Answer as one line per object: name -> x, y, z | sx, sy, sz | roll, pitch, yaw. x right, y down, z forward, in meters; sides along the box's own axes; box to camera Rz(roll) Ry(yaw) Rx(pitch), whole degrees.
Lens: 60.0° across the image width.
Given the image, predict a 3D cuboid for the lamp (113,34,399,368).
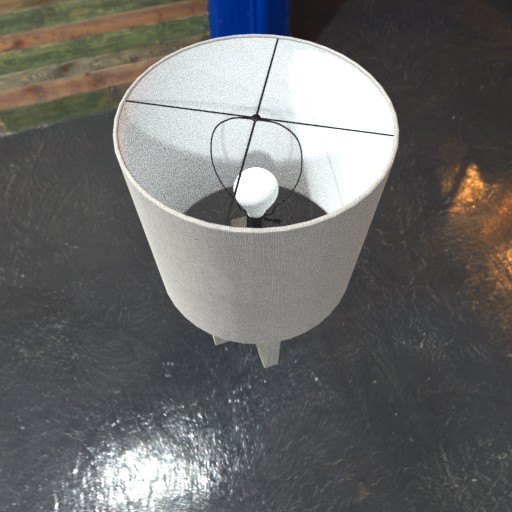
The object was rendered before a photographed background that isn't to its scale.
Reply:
lamp -> 0.000, 0.000, 0.539 | 0.229, 0.428, 0.229 | -17, 60, -10
